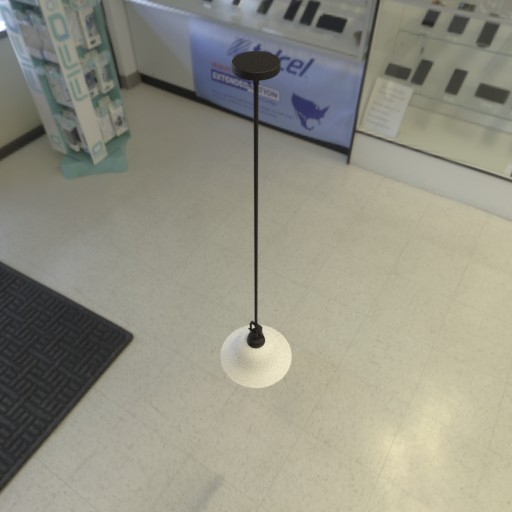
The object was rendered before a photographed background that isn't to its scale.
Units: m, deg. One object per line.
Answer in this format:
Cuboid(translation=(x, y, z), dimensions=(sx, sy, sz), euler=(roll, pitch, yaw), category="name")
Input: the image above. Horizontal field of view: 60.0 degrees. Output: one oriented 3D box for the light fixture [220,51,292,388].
Cuboid(translation=(0.000, 0.000, 1.518), dimensions=(0.324, 1.337, 0.324), euler=(27, 53, 23), category="light fixture")
